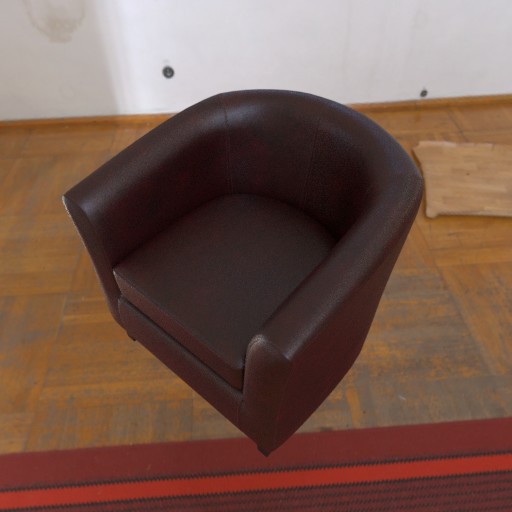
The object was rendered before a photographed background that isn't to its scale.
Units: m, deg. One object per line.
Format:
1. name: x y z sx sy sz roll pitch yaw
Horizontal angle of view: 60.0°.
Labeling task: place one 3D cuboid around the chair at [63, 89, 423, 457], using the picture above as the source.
1. chair: 0.000 0.000 1.365 0.792 0.756 0.727 32 54 27
